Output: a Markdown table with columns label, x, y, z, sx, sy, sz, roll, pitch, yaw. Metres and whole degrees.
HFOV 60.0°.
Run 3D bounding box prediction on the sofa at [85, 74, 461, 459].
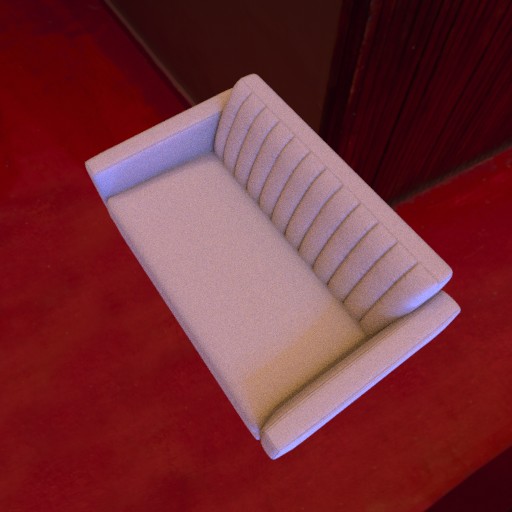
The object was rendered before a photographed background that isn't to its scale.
| label | x | y | z | sx | sy | sz | roll | pitch | yaw |
| --- | --- | --- | --- | --- | --- | --- | --- | --- | --- |
| sofa | 0.000 | 0.000 | 2.162 | 0.950 | 0.801 | 1.585 | -32 | 67 | -15 |
